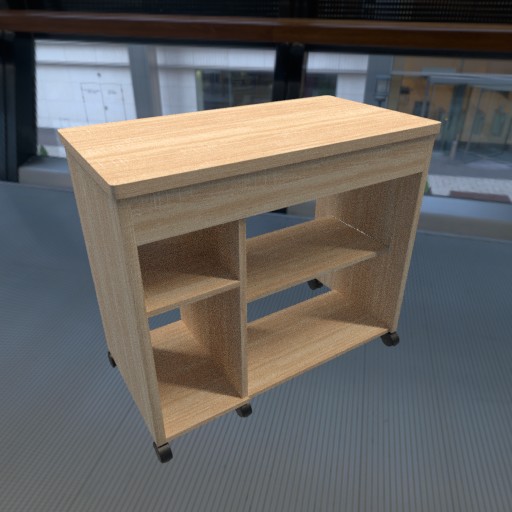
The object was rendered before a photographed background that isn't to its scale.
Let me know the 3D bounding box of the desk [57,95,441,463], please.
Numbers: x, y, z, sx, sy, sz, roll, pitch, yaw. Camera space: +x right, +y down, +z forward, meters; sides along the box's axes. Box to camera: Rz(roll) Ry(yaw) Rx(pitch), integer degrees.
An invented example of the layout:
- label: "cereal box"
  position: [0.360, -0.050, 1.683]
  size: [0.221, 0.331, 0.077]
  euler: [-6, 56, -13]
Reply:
- label: "desk"
  position: [0.000, 0.000, 1.332]
  size: [0.884, 0.770, 0.480]
  euler: [-17, 34, -27]
